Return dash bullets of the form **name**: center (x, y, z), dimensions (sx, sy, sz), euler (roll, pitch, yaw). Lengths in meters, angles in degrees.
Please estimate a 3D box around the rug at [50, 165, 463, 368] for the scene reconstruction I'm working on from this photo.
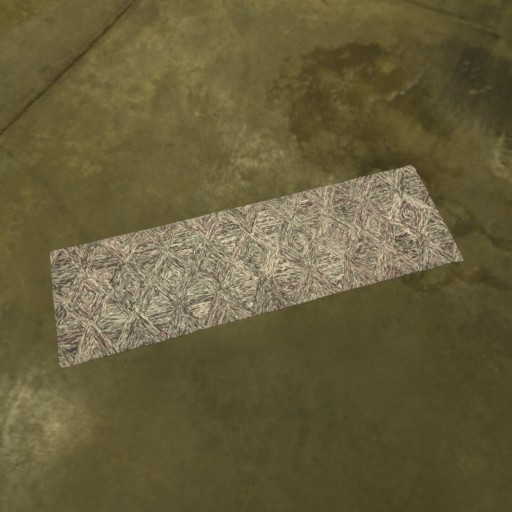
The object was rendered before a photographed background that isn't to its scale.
- **rug**: center (0.000, 0.000, 2.573), dimensions (2.305, 0.013, 0.719), euler (-14, 65, -7)
